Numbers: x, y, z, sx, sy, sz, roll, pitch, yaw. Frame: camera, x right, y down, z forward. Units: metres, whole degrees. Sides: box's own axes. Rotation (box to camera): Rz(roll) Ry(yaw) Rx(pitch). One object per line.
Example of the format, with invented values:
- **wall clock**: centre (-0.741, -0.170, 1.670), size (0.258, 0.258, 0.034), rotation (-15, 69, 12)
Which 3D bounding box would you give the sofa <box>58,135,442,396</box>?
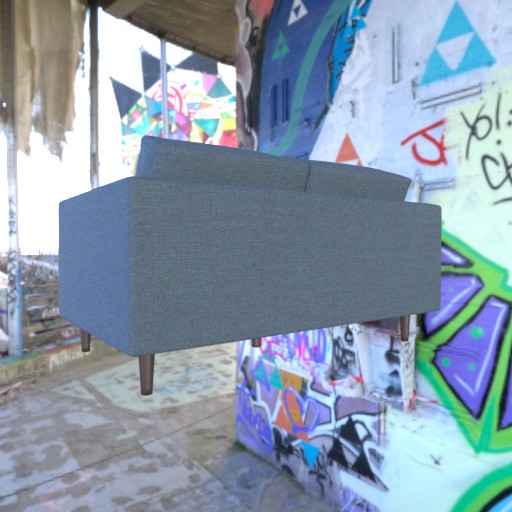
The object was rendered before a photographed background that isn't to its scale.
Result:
- **sofa**: centre (0.000, 0.000, 2.215), size (1.659, 0.907, 0.999), rotation (-1, 2, -36)
